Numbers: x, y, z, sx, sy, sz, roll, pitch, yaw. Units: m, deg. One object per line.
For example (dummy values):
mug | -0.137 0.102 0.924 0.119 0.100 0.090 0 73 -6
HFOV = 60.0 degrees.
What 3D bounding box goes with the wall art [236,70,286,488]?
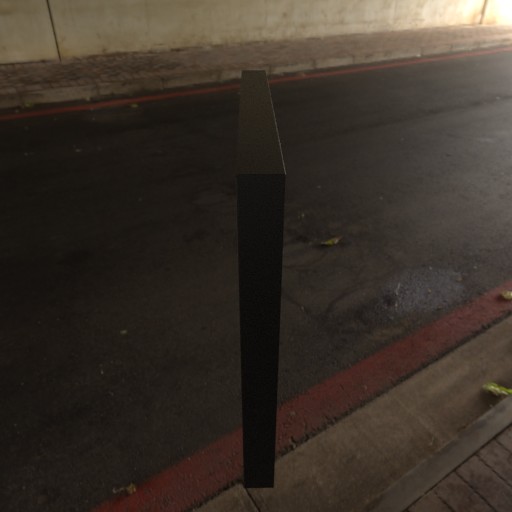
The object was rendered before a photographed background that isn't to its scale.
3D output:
wall art | 0.000 0.000 0.477 0.029 0.318 0.327 0 32 -1
